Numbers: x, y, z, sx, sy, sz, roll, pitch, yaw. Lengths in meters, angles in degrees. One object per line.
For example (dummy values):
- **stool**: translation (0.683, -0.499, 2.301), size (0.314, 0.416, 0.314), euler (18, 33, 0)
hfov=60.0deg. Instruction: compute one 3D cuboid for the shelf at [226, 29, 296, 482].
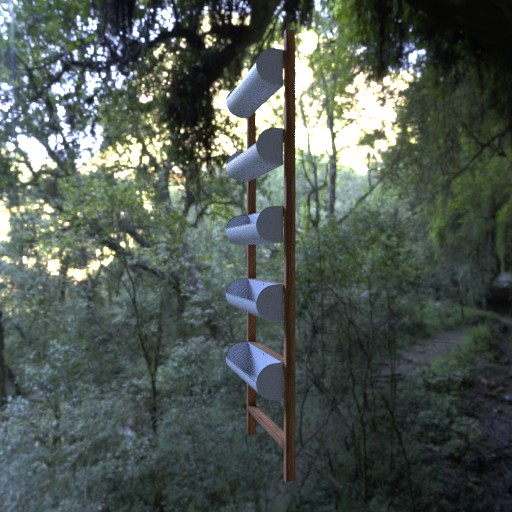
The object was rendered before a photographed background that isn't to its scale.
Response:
- **shelf**: translation (0.000, 0.000, 1.766), size (0.141, 1.600, 0.454), euler (0, 0, -19)
